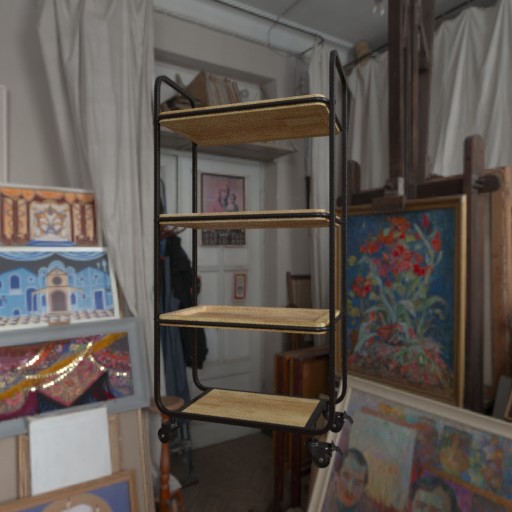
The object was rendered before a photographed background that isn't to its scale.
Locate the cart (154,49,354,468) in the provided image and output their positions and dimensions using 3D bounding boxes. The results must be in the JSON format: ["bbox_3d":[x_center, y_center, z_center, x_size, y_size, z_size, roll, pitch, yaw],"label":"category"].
[{"bbox_3d":[0.000,0.000,1.323,0.545,1.080,0.321,0,0,19],"label":"cart"}]
